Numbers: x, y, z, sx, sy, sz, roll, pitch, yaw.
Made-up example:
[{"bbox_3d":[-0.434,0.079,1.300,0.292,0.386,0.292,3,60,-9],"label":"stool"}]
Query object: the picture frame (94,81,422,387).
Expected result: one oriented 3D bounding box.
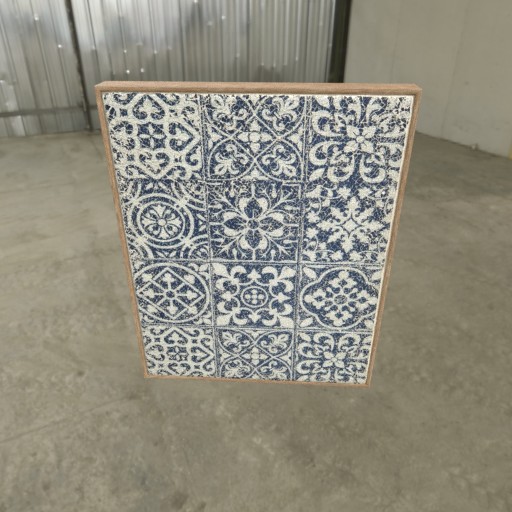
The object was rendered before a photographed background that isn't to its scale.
[{"bbox_3d":[0.000,0.000,0.722,0.424,0.526,0.043,2,30,3],"label":"picture frame"}]
